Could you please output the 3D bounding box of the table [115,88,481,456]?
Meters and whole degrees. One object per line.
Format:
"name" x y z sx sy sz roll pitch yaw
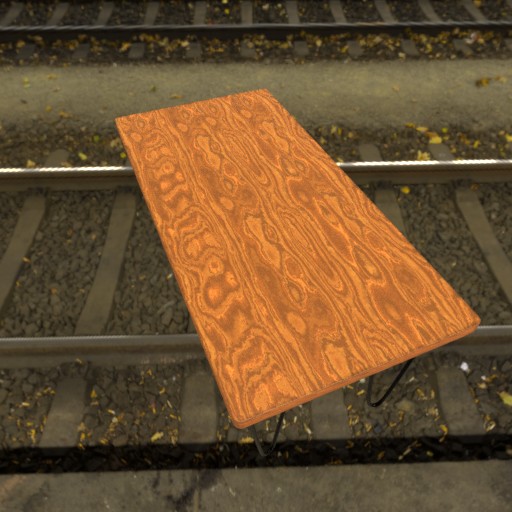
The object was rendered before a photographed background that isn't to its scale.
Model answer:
"table" 0.000 0.000 2.188 0.883 0.753 1.791 -17 49 -15
